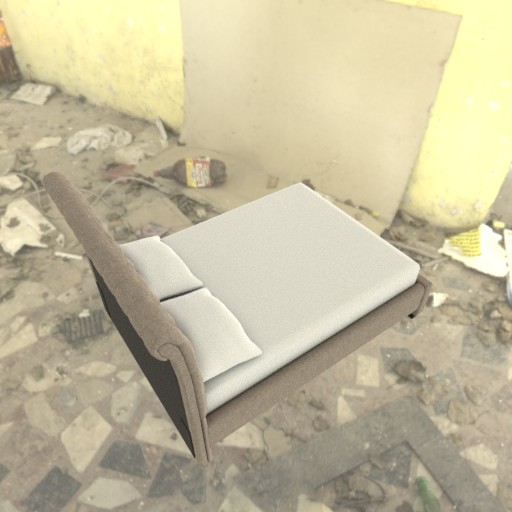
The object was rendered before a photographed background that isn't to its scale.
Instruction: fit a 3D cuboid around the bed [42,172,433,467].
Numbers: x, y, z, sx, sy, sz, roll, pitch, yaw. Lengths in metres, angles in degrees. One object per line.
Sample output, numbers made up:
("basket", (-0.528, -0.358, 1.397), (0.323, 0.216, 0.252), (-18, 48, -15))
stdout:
("bed", (0.000, 0.000, 3.285), (2.252, 1.371, 1.645), (-25, 48, -25))
